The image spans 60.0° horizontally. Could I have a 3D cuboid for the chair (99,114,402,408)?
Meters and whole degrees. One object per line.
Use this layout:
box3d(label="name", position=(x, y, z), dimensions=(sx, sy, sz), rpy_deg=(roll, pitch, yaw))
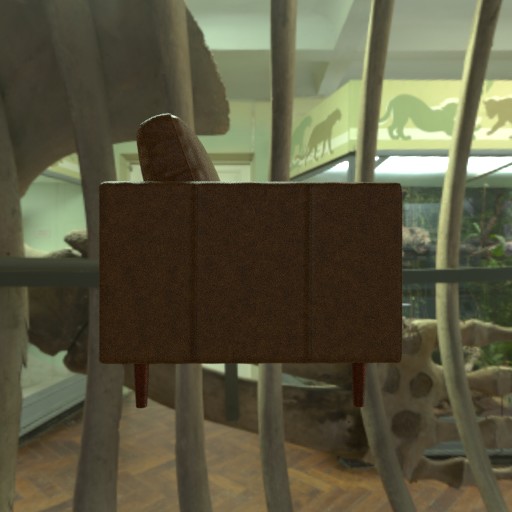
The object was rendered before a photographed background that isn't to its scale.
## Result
box3d(label="chair", position=(0.000, 0.000, 1.708), dimensions=(0.909, 0.956, 0.890), rpy_deg=(0, 0, -1))
